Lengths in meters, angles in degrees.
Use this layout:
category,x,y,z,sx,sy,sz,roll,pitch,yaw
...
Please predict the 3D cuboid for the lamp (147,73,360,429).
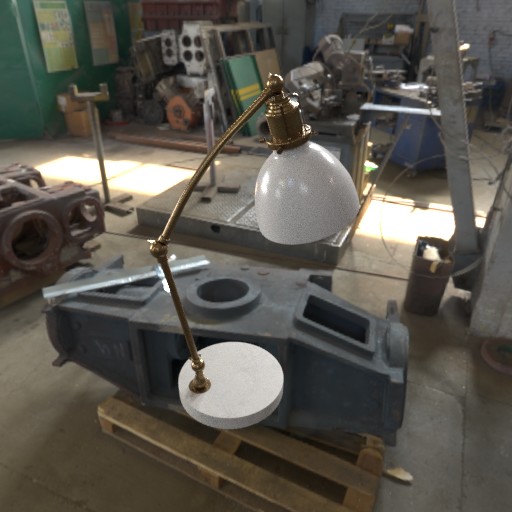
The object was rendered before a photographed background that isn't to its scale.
category,x,y,z,sx,sy,sz,roll,pitch,yaw
lamp,0.000,0.000,0.687,0.317,0.522,0.186,-11,31,-18
